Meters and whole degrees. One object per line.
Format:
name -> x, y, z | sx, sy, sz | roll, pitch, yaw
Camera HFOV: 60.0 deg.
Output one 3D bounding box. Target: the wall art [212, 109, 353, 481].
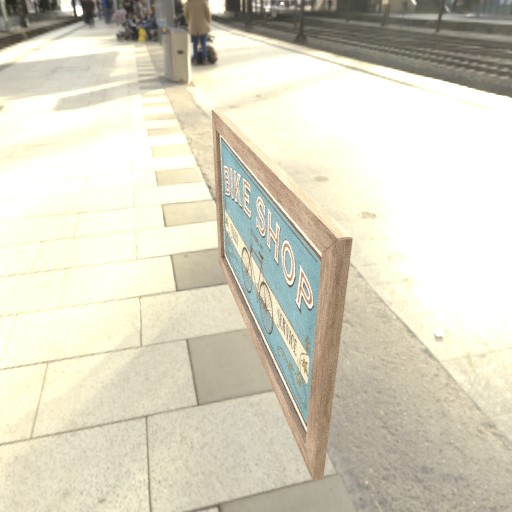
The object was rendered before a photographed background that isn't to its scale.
wall art -> 0.000, 0.000, 0.986 | 0.021, 0.480, 0.780 | -8, 31, -14
